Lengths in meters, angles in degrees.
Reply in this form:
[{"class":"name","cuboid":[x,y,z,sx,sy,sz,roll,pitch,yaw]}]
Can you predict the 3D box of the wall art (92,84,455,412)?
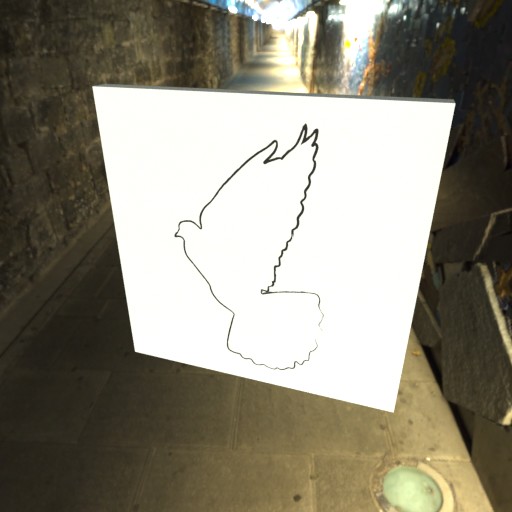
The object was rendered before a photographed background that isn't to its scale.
[{"class":"wall art","cuboid":[0.000,0.000,0.872,0.610,0.610,0.038,9,29,16]}]
